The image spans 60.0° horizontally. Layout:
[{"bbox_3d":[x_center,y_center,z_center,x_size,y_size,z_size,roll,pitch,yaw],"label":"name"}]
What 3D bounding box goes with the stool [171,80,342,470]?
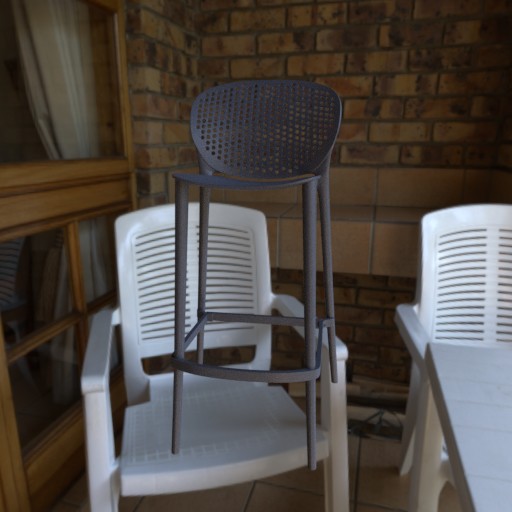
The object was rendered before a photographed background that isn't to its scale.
[{"bbox_3d":[0.000,0.000,1.323,0.536,1.045,0.535,2,15,9],"label":"stool"}]
